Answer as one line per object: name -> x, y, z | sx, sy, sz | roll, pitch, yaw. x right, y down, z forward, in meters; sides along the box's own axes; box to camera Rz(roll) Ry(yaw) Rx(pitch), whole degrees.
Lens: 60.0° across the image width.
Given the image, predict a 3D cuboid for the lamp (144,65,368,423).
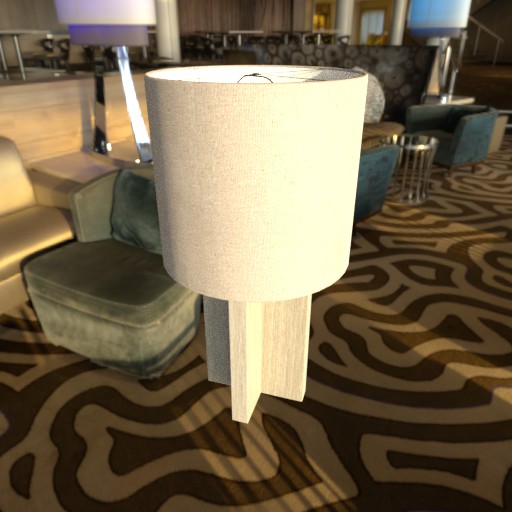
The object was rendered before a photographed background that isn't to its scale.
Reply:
lamp -> 0.000, 0.000, 0.557 | 0.229, 0.428, 0.229 | 8, 28, 16
